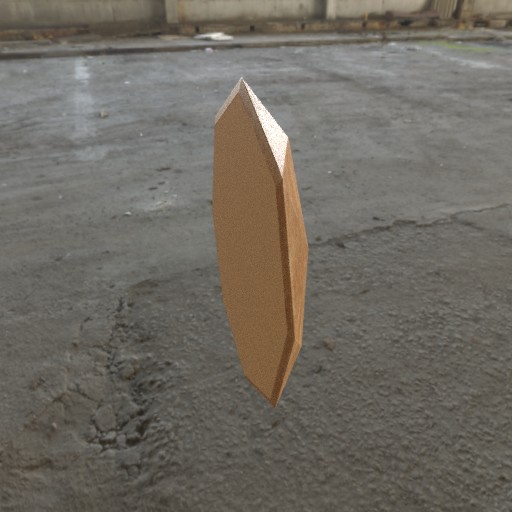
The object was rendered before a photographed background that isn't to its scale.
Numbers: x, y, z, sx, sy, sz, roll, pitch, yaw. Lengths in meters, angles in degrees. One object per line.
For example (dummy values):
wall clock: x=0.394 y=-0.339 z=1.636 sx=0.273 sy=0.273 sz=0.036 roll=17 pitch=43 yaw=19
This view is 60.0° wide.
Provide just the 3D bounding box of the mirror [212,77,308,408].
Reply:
mirror: x=0.000 y=0.000 z=1.019 sx=0.070 sy=0.774 sz=0.577 roll=-10 pitch=32 yaw=-16
